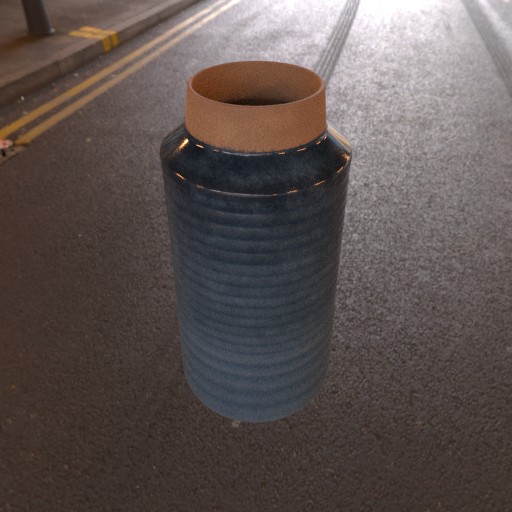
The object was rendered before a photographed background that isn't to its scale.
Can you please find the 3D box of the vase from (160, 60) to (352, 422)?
[{"bbox_3d":[0.000,0.000,0.408,0.163,0.316,0.163,0,40,0],"label":"vase"}]
